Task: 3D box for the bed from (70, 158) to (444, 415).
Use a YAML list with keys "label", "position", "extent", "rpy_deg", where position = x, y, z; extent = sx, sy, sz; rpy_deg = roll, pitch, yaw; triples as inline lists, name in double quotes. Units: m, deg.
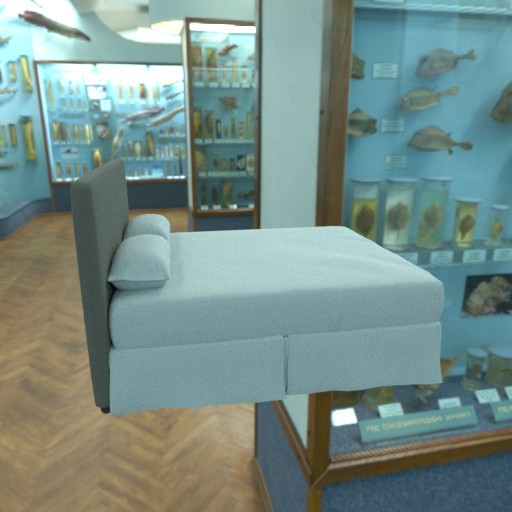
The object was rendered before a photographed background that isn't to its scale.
- label: "bed"
  position: [0.000, 0.000, 3.240]
  extent: [2.142, 1.330, 1.748]
  rpy_deg: [-3, 17, -10]
